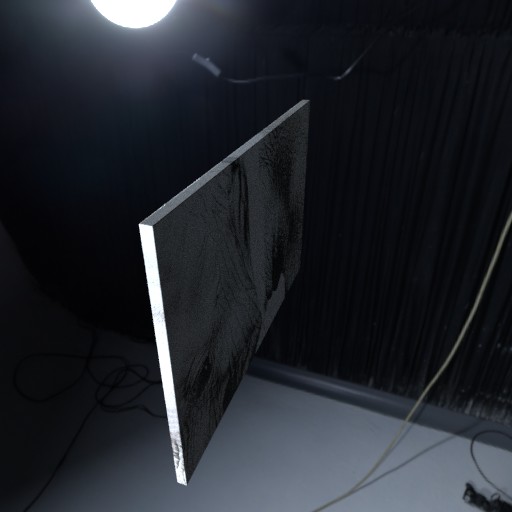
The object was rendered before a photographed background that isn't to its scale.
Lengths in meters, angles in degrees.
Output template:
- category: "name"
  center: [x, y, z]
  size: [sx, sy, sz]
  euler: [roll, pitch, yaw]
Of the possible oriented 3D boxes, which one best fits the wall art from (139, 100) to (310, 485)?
- category: "wall art"
  center: [0.000, 0.000, 1.148]
  size: [0.023, 0.607, 0.914]
  euler: [10, 32, 17]
